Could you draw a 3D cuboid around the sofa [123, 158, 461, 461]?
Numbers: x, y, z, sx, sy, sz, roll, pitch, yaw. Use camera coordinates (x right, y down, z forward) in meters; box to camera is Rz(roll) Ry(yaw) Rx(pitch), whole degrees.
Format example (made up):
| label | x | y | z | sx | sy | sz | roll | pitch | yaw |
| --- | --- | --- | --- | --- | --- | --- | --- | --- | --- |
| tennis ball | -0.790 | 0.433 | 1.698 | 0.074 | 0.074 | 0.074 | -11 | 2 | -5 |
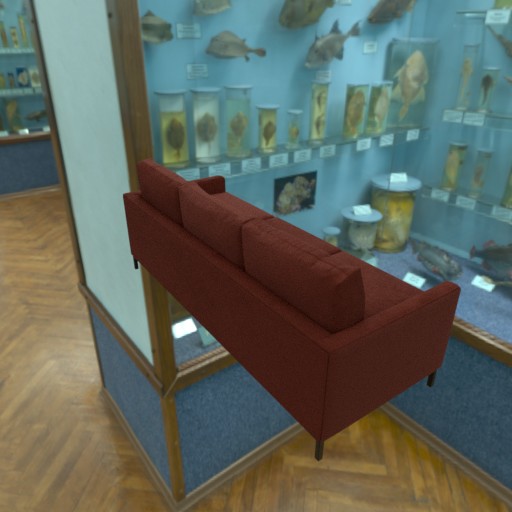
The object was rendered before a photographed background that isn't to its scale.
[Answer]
| label | x | y | z | sx | sy | sz | roll | pitch | yaw |
| --- | --- | --- | --- | --- | --- | --- | --- | --- | --- |
| sofa | 0.000 | 0.000 | 2.765 | 0.875 | 0.879 | 2.252 | -17 | 32 | -31 |
